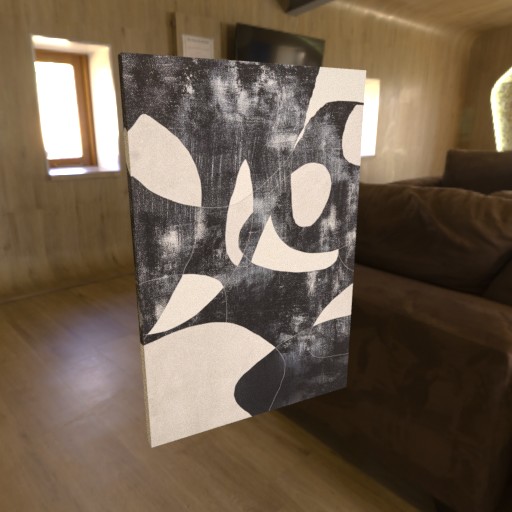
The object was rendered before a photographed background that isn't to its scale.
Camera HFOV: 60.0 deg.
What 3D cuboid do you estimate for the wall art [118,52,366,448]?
[{"bbox_3d":[0.000,0.000,1.139,0.610,0.915,0.041,-8,18,-26],"label":"wall art"}]
